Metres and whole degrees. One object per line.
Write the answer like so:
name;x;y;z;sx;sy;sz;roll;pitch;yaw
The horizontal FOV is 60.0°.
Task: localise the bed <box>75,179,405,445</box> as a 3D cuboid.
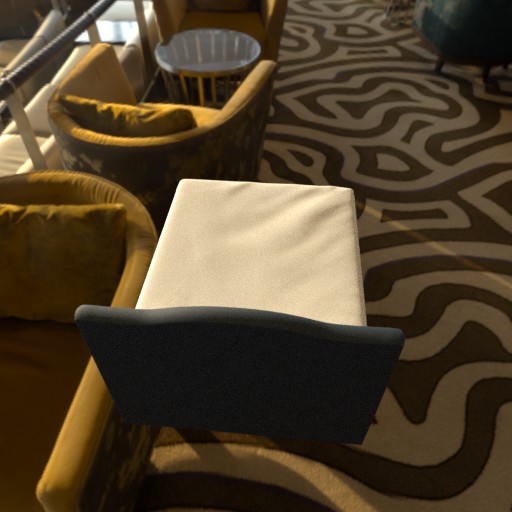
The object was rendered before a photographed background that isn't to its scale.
bed;0.000;0.000;3.476;1.821;1.436;2.282;4;46;4
